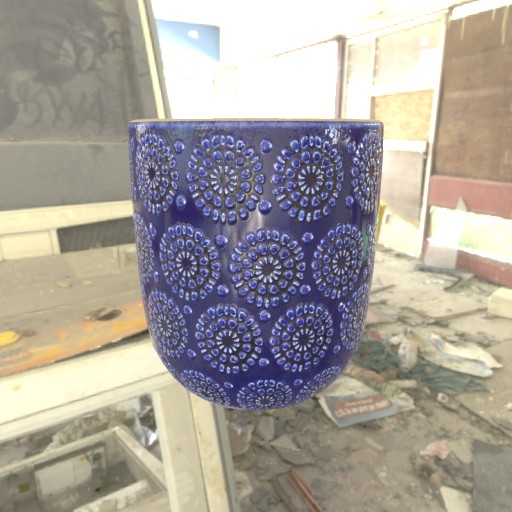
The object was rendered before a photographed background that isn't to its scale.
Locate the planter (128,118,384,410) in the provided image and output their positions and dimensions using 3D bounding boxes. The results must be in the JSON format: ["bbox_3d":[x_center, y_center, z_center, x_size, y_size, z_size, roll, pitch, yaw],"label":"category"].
[{"bbox_3d":[0.000,0.000,0.354,0.184,0.206,0.184,0,16,0],"label":"planter"}]
